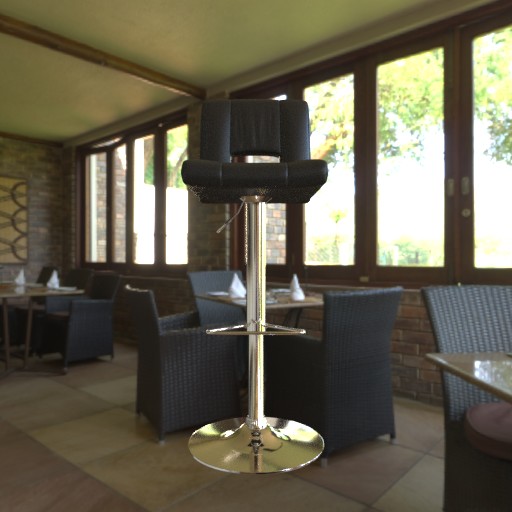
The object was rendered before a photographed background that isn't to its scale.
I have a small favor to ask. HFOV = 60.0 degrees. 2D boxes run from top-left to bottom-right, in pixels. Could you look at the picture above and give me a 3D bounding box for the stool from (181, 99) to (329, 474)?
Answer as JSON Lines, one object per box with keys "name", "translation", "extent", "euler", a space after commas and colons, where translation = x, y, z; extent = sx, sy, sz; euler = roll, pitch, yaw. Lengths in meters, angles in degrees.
{"name": "stool", "translation": [0.000, 0.000, 1.402], "extent": [0.415, 1.151, 0.520], "euler": [0, 0, 0]}
